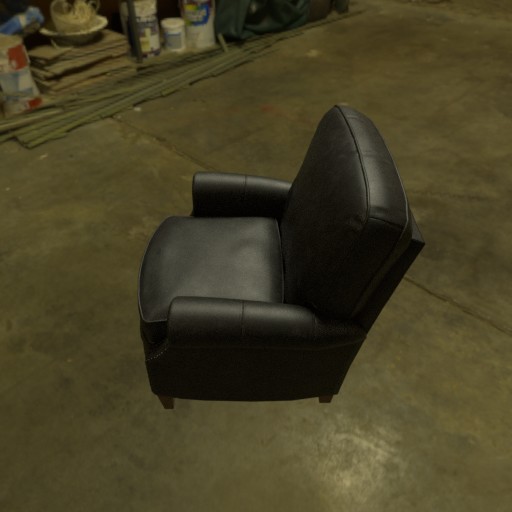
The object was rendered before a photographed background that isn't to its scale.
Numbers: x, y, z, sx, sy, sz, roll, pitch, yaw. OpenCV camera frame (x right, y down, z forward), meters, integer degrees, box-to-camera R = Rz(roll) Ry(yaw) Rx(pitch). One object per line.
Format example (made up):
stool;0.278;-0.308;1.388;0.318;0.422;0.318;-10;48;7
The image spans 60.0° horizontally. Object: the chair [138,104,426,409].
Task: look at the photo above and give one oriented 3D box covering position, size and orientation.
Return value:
chair;0.000;0.000;1.756;0.986;1.018;0.936;0;42;0
